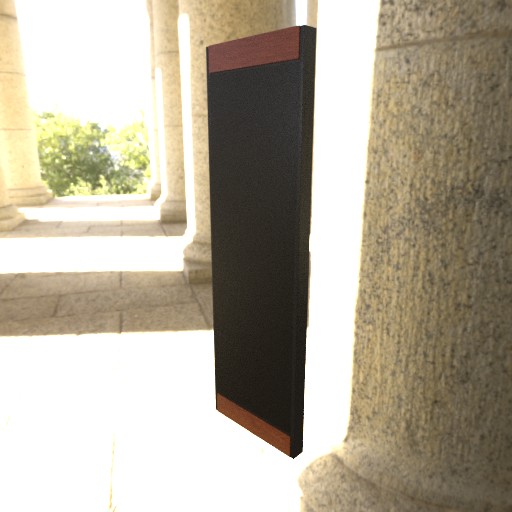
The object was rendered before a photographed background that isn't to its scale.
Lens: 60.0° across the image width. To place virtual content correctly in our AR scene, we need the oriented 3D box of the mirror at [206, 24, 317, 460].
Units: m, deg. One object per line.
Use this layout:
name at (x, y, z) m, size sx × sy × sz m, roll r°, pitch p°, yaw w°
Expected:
mirror at (0.000, 0.000, 1.246) m, size 0.343 × 1.123 × 0.047 m, roll 14°, pitch 20°, yaw 43°
